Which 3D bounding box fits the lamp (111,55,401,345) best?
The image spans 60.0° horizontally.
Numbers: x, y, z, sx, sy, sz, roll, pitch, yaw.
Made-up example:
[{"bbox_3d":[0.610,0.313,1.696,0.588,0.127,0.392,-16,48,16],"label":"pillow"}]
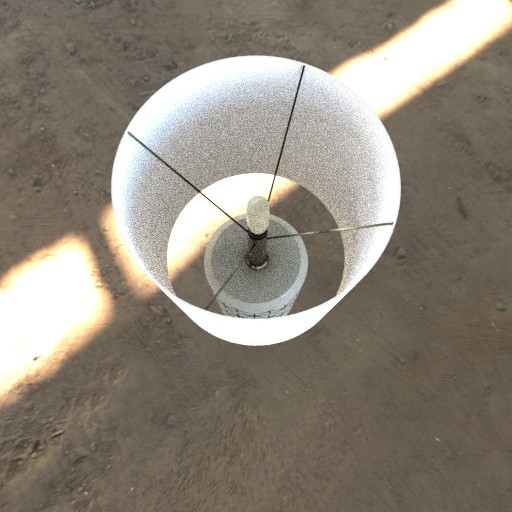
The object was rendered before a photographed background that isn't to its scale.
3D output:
[{"bbox_3d":[0.000,0.000,0.516,0.206,0.416,0.206,20,75,5],"label":"lamp"}]
